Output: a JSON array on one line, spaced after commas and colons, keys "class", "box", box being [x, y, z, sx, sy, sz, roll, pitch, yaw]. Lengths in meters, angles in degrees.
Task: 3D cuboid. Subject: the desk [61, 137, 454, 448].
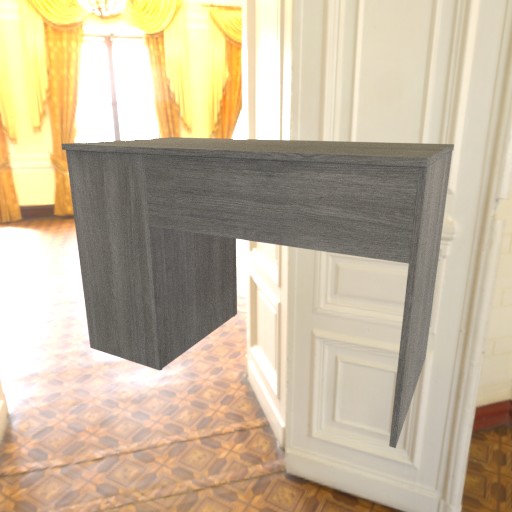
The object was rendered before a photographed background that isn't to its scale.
[{"class": "desk", "box": [0.000, 0.000, 1.498, 1.097, 0.735, 0.560, 9, 19, 27]}]
